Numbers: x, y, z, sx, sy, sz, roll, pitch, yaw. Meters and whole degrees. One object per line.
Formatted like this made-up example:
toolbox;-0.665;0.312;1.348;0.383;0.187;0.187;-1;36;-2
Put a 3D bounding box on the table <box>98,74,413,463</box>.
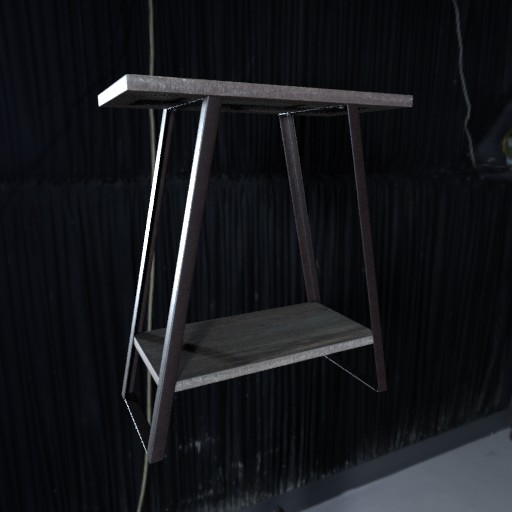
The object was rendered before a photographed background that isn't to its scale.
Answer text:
table;0.000;0.000;1.022;0.599;0.701;0.300;-7;15;-26
